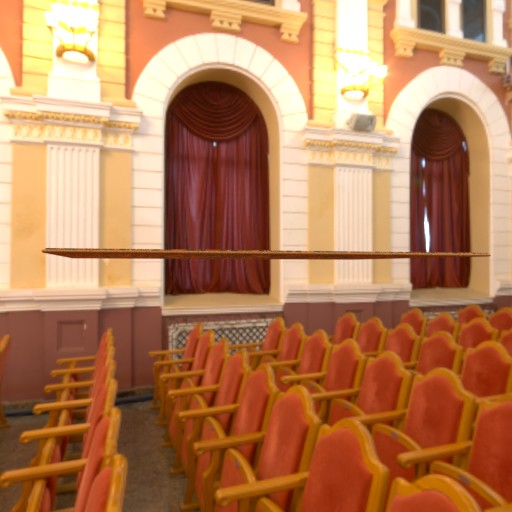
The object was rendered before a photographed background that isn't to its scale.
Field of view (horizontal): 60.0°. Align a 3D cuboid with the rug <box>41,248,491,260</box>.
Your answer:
[{"bbox_3d":[0.000,0.000,1.065,0.863,0.008,0.557,0,-1,-18],"label":"rug"}]
